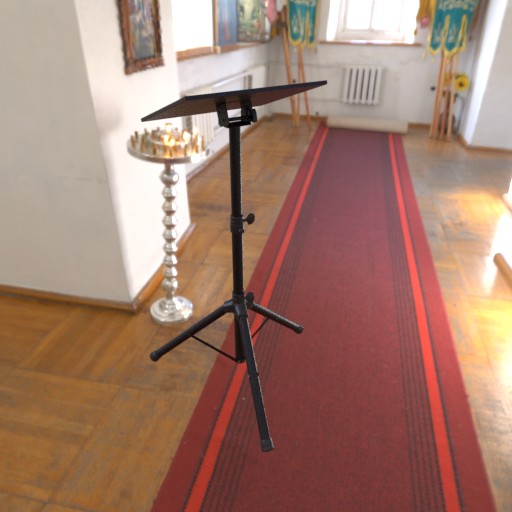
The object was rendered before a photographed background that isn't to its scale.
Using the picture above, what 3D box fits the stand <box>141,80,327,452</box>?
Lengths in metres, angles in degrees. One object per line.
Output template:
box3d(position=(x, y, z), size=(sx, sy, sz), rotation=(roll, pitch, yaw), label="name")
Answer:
box3d(position=(0.000, 0.000, 1.608), size=(0.702, 1.198, 0.702), rotation=(-18, 35, -28), label="stand")
